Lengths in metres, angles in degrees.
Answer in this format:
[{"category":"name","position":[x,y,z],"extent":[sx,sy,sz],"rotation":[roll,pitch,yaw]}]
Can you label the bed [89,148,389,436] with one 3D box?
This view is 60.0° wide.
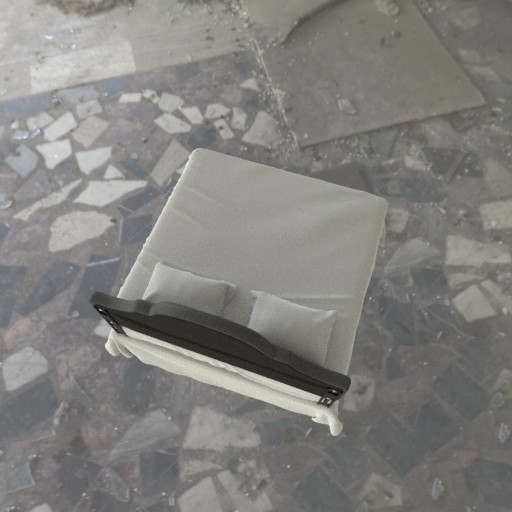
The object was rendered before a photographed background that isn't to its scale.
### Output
[{"category":"bed","position":[0.000,0.000,3.899],"extent":[2.303,1.631,2.222],"rotation":[17,64,9]}]
